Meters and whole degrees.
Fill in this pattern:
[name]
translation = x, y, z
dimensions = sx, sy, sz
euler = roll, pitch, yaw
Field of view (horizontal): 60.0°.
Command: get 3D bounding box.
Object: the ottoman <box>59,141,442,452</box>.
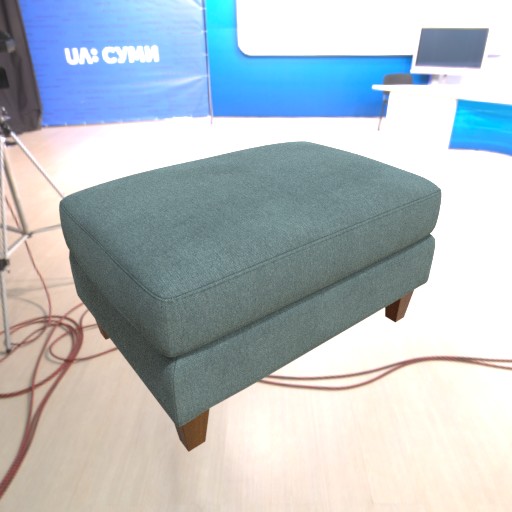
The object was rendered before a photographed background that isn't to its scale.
[ottoman]
translation = 0.000, 0.000, 1.224
dimensions = 0.864, 0.483, 0.584
euler = -21, 36, -32
